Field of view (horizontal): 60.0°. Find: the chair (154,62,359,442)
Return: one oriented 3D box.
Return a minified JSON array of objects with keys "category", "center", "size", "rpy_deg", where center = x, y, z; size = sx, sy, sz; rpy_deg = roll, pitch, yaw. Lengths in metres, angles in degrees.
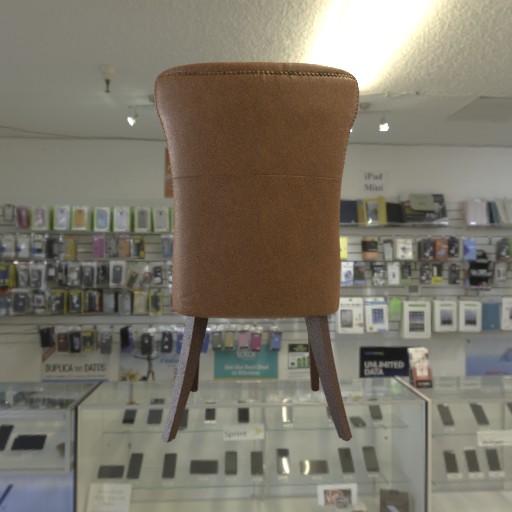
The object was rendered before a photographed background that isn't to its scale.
[{"category":"chair","center":[0.000,0.000,1.488],"size":[0.611,1.065,0.669],"rpy_deg":[0,-1,-1]}]
